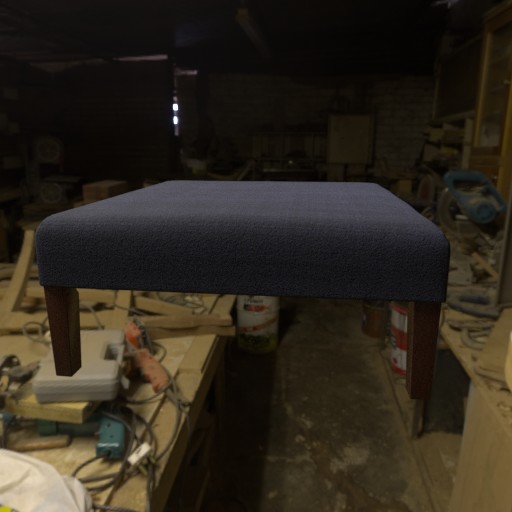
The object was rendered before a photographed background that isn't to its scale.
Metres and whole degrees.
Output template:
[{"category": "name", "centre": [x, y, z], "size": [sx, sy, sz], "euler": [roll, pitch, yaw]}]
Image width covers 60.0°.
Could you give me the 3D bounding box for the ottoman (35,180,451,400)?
[{"category": "ottoman", "centre": [0.000, 0.000, 1.380], "size": [0.890, 0.411, 0.889], "euler": [2, 15, 7]}]
